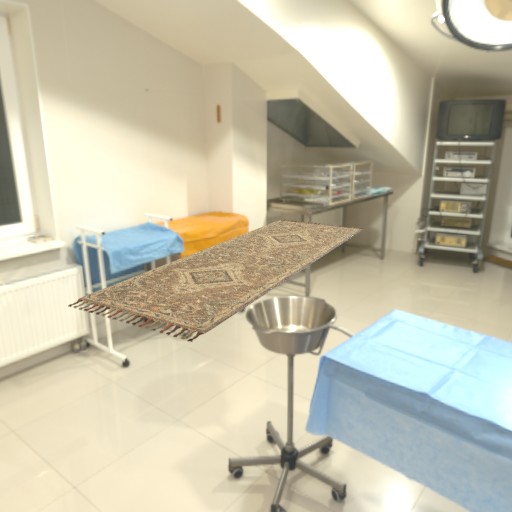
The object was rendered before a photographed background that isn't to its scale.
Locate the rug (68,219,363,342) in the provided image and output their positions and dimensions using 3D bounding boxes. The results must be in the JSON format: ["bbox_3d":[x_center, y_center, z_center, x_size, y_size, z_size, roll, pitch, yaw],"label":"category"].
[{"bbox_3d":[0.000,0.000,2.823,2.378,0.018,1.324,-15,22,-42],"label":"rug"}]
